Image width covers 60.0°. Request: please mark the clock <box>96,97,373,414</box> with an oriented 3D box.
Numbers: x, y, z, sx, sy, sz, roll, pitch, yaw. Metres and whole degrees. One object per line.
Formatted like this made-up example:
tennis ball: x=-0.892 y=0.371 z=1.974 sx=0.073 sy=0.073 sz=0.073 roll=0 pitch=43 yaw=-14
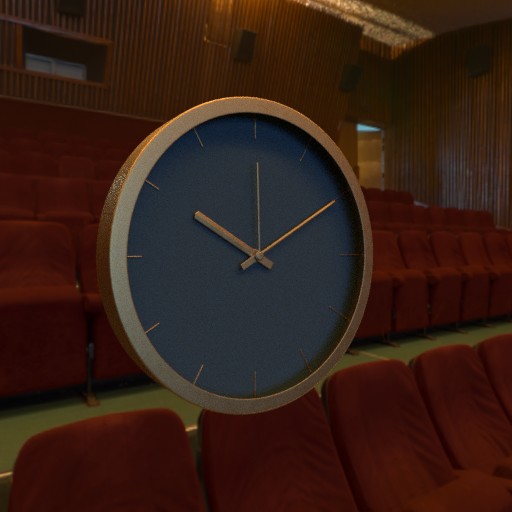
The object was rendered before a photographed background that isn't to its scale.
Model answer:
clock: x=0.000 y=0.000 z=0.461 sx=0.314 sy=0.314 sz=0.040 roll=0 pitch=1 yaw=-34
